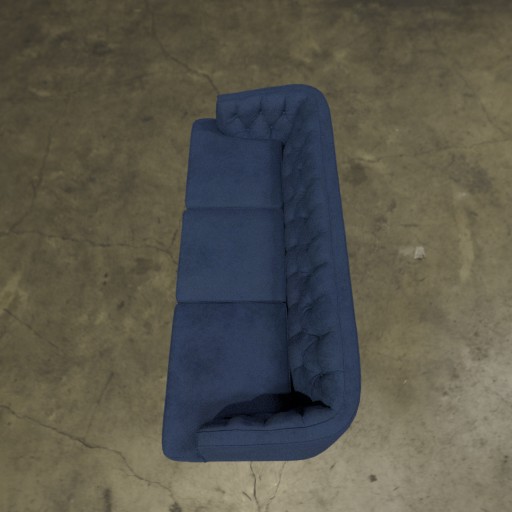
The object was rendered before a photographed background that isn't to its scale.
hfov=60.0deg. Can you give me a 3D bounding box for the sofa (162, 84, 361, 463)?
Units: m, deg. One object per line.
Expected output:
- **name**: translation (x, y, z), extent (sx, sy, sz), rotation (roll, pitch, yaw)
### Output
- **sofa**: translation (0.000, 0.000, 2.705), extent (0.941, 0.855, 2.278), rotation (0, 60, 0)
